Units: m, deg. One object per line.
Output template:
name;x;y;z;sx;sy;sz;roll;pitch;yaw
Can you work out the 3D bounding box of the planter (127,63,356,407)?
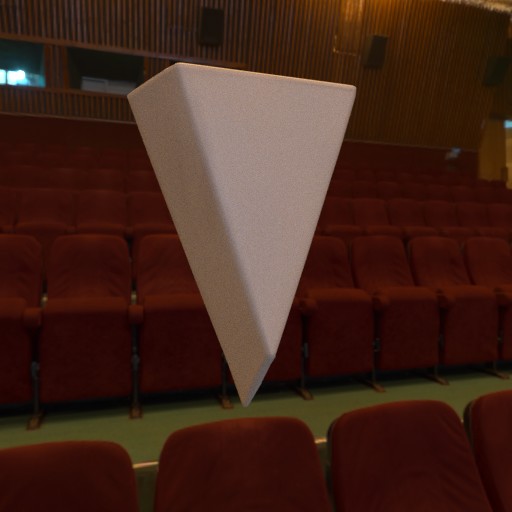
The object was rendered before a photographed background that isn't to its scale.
planter;0.000;0.000;0.269;0.150;0.197;0.060;0;-1;-17
